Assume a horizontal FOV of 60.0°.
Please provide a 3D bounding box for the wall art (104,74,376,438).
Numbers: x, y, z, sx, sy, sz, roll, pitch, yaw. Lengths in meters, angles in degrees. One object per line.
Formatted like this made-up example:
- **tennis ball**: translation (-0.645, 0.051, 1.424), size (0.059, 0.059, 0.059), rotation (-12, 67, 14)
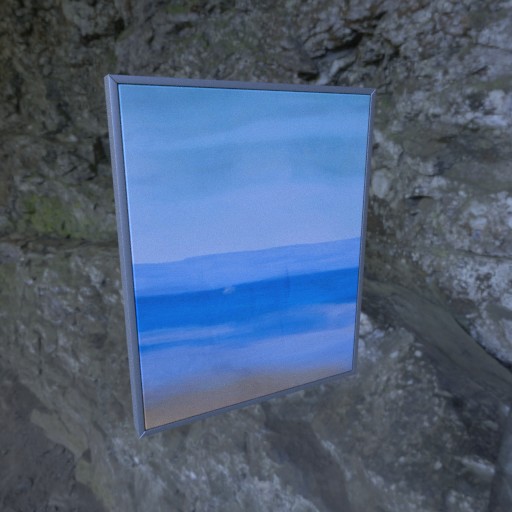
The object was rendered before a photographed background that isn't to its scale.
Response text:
- **wall art**: translation (0.000, 0.000, 0.759), size (0.445, 0.553, 0.039), rotation (-8, 18, -25)
